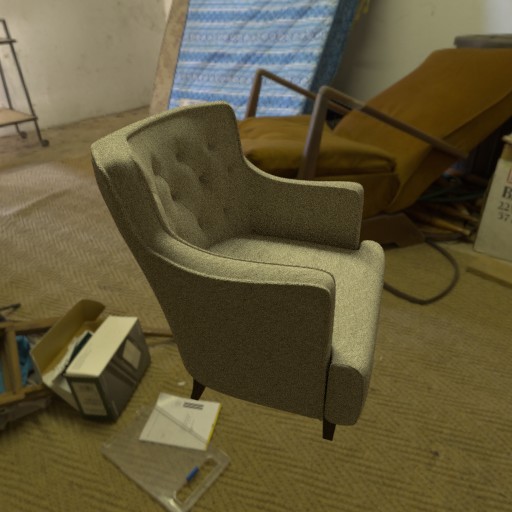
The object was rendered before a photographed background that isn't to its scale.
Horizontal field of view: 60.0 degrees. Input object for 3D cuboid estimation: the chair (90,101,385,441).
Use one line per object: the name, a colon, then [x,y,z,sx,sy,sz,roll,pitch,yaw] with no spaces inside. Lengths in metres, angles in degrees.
chair: [0.000,0.000,1.624,0.910,0.920,0.820,9,31,15]
